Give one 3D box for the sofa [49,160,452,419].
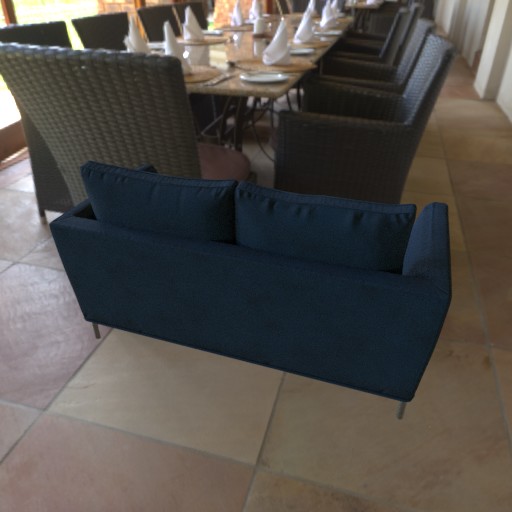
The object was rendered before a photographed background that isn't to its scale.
[{"bbox_3d":[0.000,0.000,2.277,1.770,1.002,0.853,10,33,16],"label":"sofa"}]
